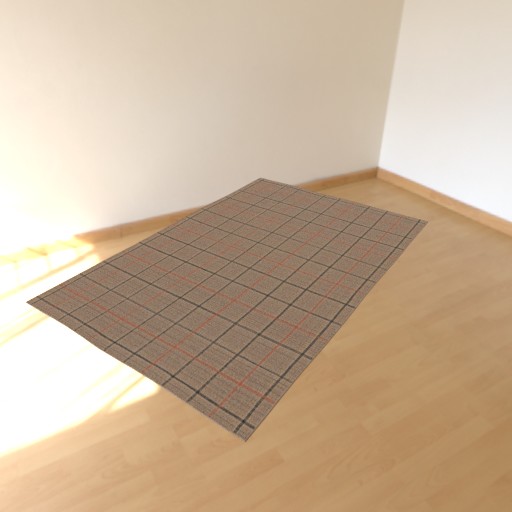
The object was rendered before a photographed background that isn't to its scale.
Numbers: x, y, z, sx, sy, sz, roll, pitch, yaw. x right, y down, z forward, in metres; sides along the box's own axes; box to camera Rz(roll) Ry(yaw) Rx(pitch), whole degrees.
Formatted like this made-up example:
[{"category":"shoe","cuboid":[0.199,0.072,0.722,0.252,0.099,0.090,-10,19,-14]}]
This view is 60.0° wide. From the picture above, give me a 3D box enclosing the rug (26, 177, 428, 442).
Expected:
[{"category":"rug","cuboid":[0.000,0.000,2.308,1.220,0.013,1.829,20,37,30]}]
